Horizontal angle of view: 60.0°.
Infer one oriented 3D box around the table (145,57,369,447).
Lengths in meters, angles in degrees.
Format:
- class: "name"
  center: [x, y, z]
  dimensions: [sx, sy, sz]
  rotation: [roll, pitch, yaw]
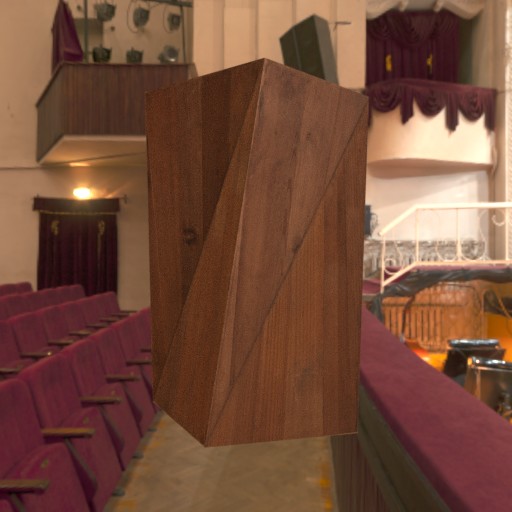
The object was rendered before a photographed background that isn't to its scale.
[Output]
- class: "table"
  center: [0.000, 0.000, 0.895]
  dimensions: [0.425, 0.604, 0.441]
  rotation: [0, 0, -2]
